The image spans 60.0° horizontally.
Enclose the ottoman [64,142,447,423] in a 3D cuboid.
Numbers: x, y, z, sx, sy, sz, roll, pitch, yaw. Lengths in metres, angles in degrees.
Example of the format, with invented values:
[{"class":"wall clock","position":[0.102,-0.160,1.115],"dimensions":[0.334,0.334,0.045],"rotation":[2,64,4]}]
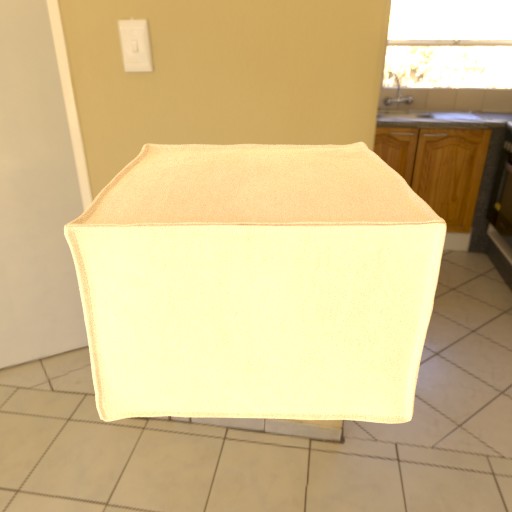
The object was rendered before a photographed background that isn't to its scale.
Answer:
[{"class":"ottoman","position":[0.000,0.000,1.140],"dimensions":[0.696,0.470,0.707],"rotation":[0,25,0]}]
